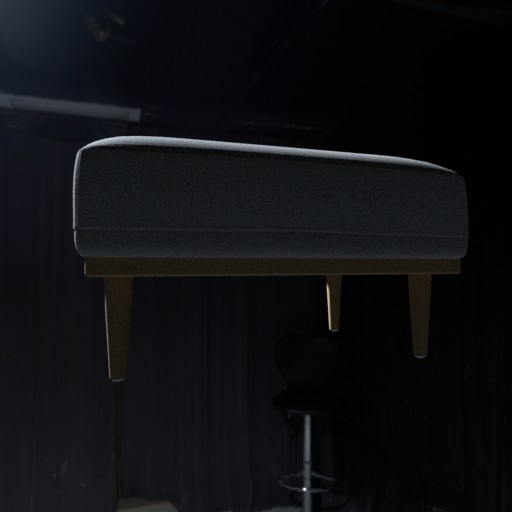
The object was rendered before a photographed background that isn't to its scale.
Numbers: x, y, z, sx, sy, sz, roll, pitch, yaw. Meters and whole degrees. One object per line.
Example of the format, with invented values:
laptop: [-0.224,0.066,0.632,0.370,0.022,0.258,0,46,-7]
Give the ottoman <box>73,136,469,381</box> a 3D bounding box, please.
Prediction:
ottoman: [0.000,0.000,1.024,0.749,0.428,0.549,0,-1,-18]
